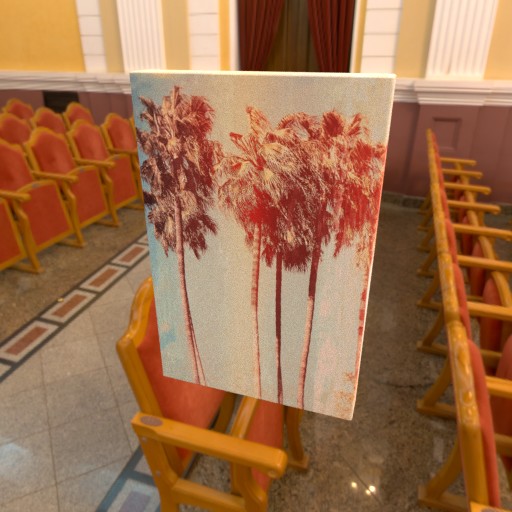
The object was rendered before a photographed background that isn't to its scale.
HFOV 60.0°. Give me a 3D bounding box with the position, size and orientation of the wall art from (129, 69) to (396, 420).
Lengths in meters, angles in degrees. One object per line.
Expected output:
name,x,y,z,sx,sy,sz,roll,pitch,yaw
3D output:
wall art,0.000,0.000,0.496,0.251,0.380,0.039,8,27,17
